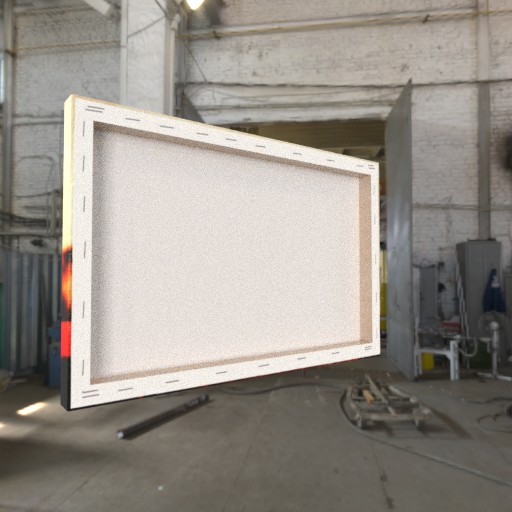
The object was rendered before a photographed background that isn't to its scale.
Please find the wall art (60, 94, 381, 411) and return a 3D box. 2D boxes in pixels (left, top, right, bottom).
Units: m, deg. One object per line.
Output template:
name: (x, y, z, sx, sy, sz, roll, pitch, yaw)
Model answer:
wall art: (0.000, 0.000, 0.757, 0.613, 0.402, 0.040, 1, -2, -36)
